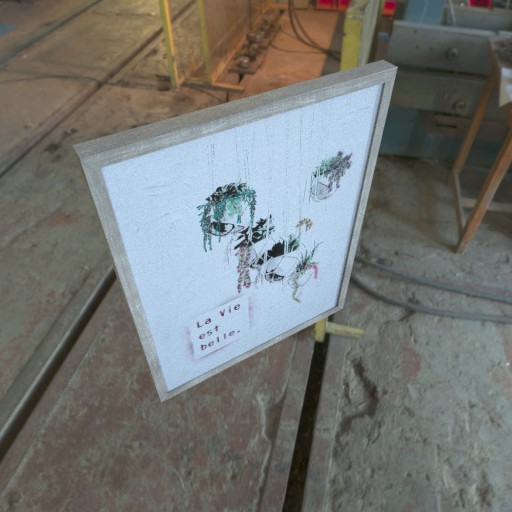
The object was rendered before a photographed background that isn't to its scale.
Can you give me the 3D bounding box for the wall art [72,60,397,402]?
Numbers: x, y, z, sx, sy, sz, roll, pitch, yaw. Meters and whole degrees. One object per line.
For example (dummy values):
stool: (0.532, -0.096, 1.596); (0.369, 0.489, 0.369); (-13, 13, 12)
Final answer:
wall art: (0.000, 0.000, 0.708); (0.421, 0.521, 0.032); (-23, 50, -21)
